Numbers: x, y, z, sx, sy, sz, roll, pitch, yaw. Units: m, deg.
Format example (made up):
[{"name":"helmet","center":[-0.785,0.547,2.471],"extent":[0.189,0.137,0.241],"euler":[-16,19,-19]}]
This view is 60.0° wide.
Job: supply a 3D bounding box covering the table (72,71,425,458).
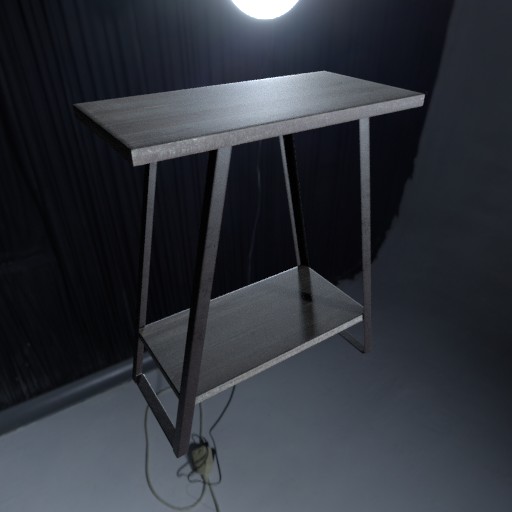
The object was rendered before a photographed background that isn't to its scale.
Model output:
[{"name":"table","center":[0.000,0.000,1.023],"extent":[0.599,0.701,0.300],"euler":[-20,37,-28]}]
